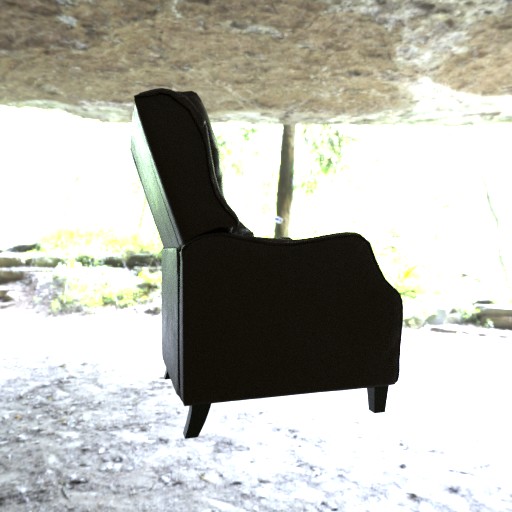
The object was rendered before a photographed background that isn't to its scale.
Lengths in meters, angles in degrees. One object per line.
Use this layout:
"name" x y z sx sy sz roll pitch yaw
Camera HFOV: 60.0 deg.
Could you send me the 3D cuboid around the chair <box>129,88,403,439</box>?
"chair" 0.000 0.000 1.814 0.982 1.132 0.770 0 1 -17
